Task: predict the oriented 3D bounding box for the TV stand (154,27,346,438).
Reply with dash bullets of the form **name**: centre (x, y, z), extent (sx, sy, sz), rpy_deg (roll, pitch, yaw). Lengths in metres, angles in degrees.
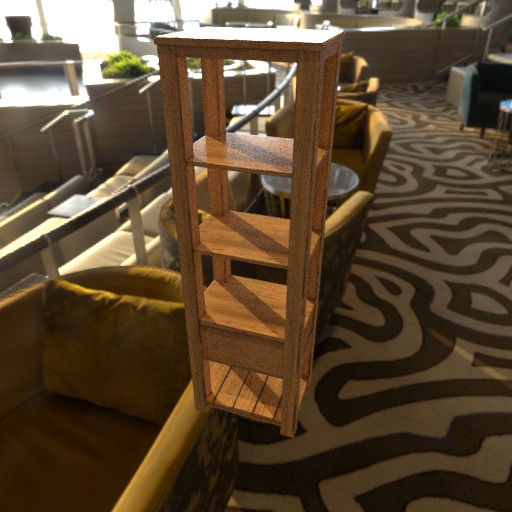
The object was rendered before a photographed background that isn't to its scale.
- **TV stand**: centre (0.000, 0.000, 2.029), extent (0.565, 1.828, 0.435), rpy_deg (10, 33, 16)
